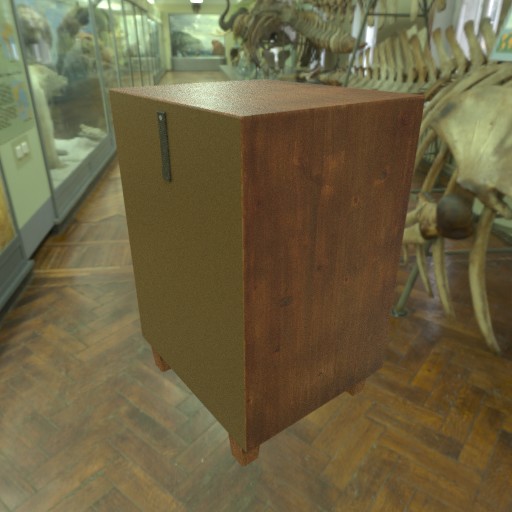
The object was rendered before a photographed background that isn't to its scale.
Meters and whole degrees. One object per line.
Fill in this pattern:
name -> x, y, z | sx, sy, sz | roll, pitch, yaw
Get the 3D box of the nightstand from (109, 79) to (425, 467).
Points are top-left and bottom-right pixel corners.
nightstand -> 0.000, 0.000, 0.995 | 0.410, 0.695, 0.465 | -18, 31, -33
